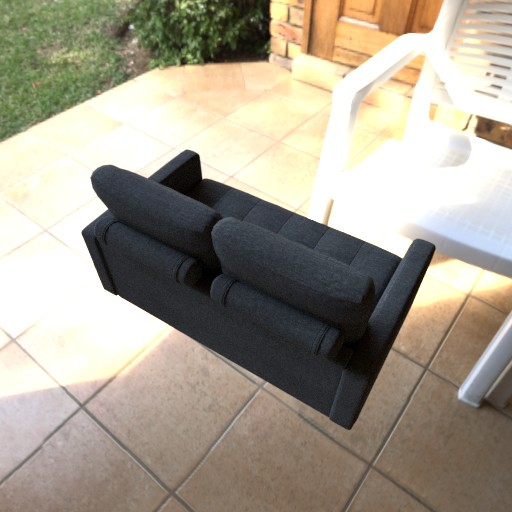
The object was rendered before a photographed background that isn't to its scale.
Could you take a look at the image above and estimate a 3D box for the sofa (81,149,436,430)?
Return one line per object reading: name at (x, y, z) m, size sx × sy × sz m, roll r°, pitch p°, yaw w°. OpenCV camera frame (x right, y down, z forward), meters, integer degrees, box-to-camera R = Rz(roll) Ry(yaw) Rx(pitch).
sofa at (0.000, 0.000, 2.064) m, size 1.407 × 0.907 × 0.842 m, roll 25°, pitch 52°, yaw 21°
